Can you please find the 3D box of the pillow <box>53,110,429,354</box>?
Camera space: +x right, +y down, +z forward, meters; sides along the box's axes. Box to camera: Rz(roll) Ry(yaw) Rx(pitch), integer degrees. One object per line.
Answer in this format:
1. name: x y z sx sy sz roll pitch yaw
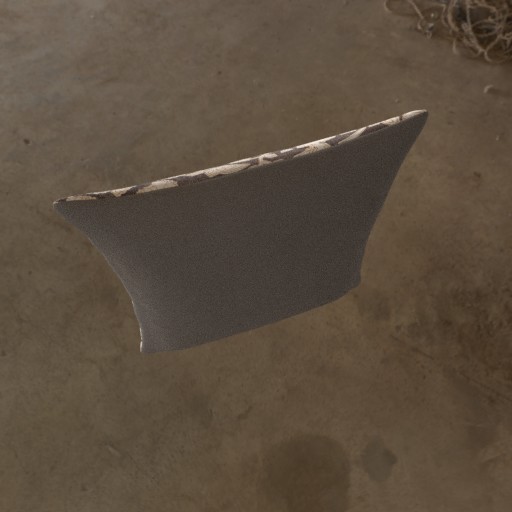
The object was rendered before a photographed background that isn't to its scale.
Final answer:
1. pillow: 0.000 0.000 0.796 0.526 0.507 0.166 -16 58 -11
